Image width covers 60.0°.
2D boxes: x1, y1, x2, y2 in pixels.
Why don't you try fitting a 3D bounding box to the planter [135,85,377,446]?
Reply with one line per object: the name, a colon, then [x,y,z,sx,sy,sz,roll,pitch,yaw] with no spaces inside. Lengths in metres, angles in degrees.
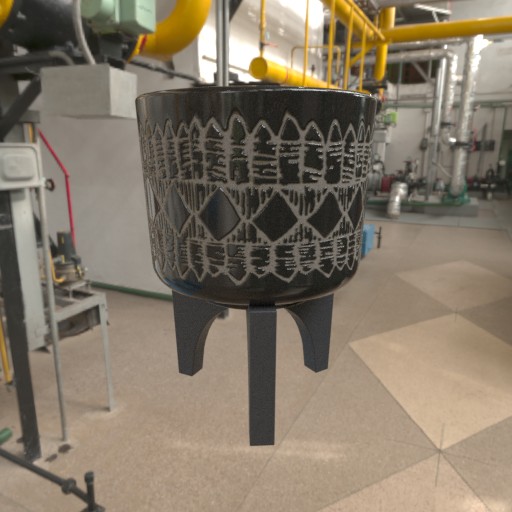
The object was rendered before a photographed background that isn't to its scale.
planter: [0.000,0.000,0.266,0.129,0.177,0.129,0,14,0]
